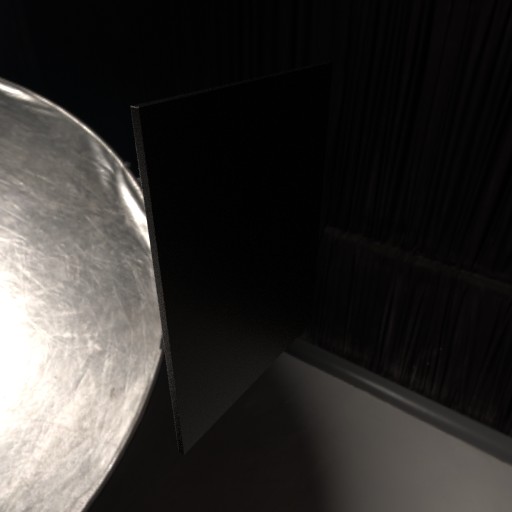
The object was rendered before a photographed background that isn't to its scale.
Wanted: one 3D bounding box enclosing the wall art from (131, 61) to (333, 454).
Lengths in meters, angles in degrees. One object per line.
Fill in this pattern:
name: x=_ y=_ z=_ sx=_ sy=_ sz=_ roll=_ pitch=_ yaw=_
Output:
wall art: x=0.000 y=0.000 z=0.775 sx=0.013 sy=0.582 sz=0.442 roll=20 pitch=36 yaw=30
